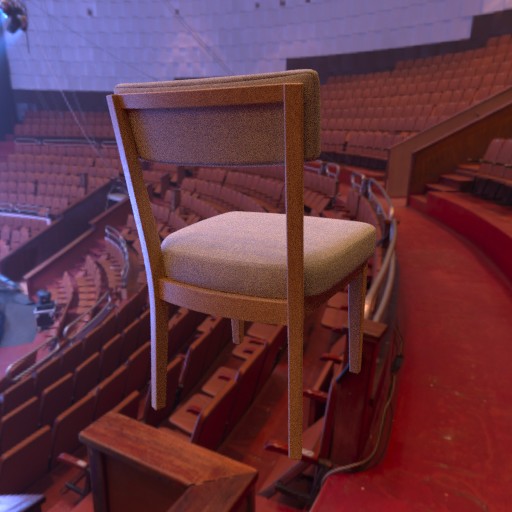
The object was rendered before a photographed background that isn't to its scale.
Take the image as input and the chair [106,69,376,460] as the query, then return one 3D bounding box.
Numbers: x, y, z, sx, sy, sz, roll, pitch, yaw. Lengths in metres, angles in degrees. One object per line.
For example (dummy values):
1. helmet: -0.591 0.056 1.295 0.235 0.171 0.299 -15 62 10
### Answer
1. chair: 0.000 0.000 1.170 0.508 0.832 0.572 8 17 27
